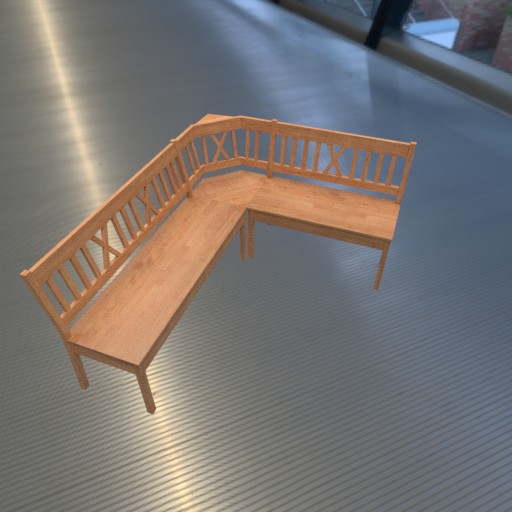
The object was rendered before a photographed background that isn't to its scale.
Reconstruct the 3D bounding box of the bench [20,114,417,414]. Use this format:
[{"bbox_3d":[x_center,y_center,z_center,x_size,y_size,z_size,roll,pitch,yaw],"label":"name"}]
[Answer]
[{"bbox_3d":[0.000,0.000,2.762,1.537,0.902,1.937,14,43,16],"label":"bench"}]
